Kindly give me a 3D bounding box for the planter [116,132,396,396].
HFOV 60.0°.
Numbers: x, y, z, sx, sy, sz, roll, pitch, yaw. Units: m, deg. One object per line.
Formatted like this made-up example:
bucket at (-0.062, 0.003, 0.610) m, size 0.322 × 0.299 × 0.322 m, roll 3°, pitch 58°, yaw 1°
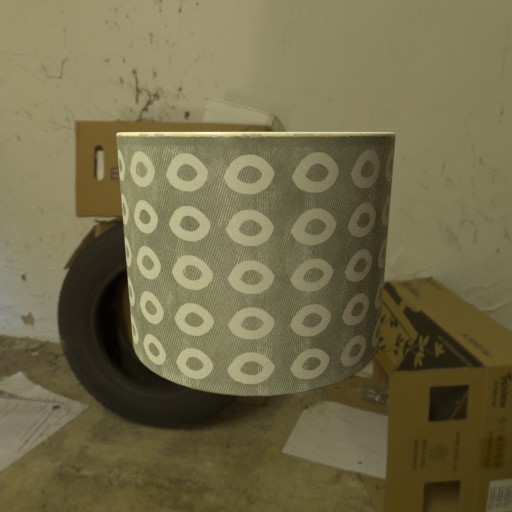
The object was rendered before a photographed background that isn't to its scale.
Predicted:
planter at (0.000, 0.000, 0.338) m, size 0.190 × 0.181 × 0.190 m, roll 0°, pitch 15°, yaw 0°
